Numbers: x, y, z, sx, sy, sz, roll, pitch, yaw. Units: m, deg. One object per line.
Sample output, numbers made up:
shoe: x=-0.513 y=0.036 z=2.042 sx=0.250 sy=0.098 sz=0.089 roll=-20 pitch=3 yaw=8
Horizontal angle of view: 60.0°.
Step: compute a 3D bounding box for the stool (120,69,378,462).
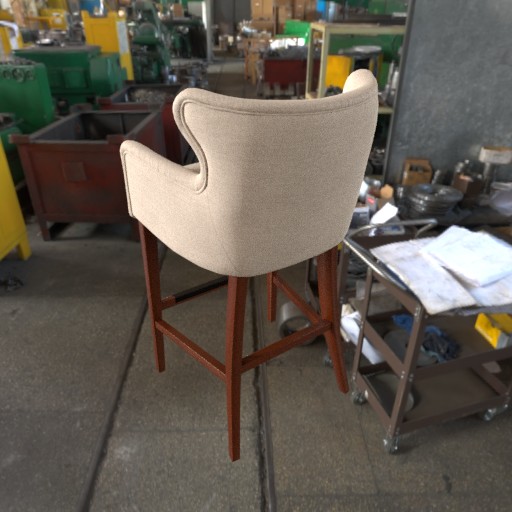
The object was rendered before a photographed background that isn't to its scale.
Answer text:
stool: x=0.000 y=0.000 z=1.333 sx=0.556 sy=1.034 sz=0.563 roll=-19 pitch=35 yaw=-30
